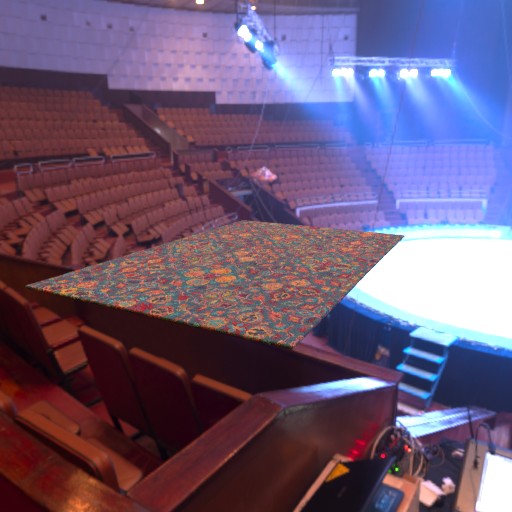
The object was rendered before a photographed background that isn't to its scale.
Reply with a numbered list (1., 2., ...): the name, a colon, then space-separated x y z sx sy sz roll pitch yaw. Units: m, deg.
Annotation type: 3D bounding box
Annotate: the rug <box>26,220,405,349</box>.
1. rug: 0.000 0.000 2.362 1.216 0.014 1.836 8 16 27
